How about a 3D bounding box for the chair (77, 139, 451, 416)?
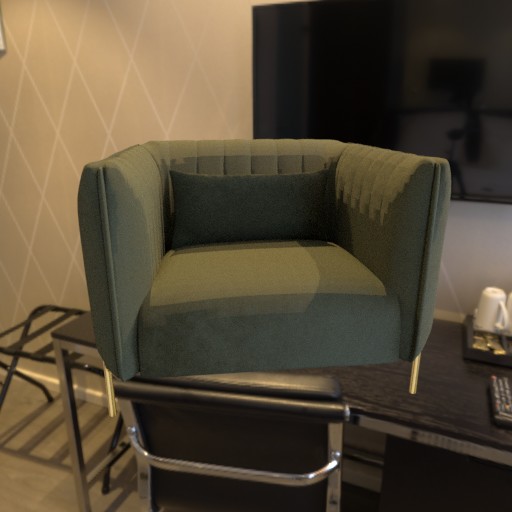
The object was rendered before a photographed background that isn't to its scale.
[{"bbox_3d":[0.000,0.000,1.621,1.032,0.794,0.877,-2,18,-7],"label":"chair"}]
